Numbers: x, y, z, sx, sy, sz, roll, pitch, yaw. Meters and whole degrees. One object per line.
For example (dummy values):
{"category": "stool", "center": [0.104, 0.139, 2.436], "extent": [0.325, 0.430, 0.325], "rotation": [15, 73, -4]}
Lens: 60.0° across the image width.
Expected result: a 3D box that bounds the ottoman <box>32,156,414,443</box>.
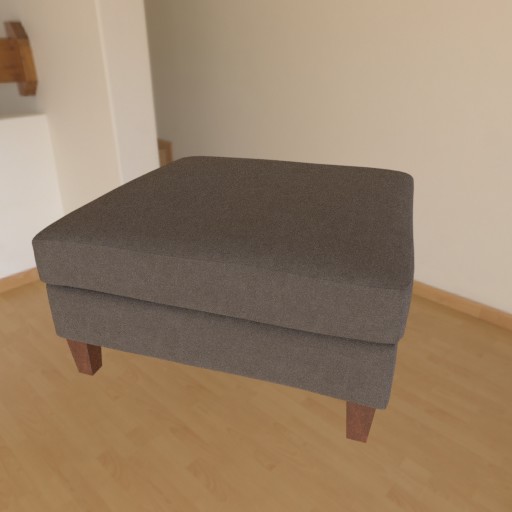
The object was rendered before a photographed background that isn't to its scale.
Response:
{"category": "ottoman", "center": [0.000, 0.000, 1.369], "extent": [0.881, 0.482, 0.861], "rotation": [8, 27, 16]}
